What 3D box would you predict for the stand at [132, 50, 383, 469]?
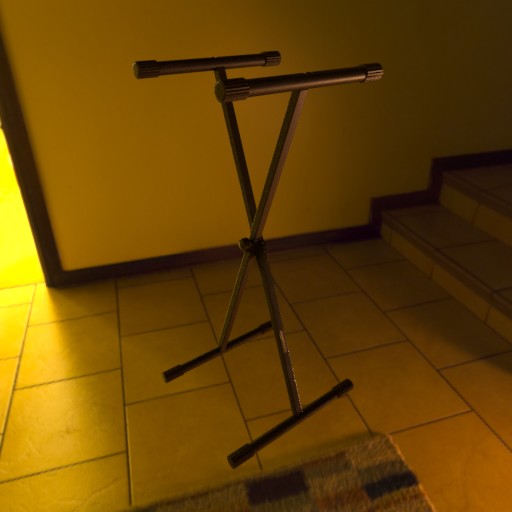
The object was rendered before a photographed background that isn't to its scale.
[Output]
[{"bbox_3d":[0.000,0.000,1.166,0.449,0.940,0.409,-21,36,-32],"label":"stand"}]
